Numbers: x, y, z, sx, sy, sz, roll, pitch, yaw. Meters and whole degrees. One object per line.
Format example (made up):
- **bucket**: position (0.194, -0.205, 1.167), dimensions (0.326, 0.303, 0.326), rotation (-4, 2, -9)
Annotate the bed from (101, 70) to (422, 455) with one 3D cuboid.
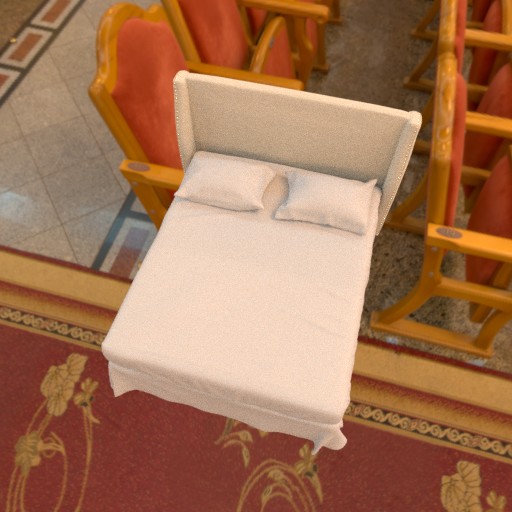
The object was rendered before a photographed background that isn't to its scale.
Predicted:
- **bed**: position (0.000, 0.000, 3.343), dimensions (1.925, 1.332, 2.276), rotation (13, 59, 8)
